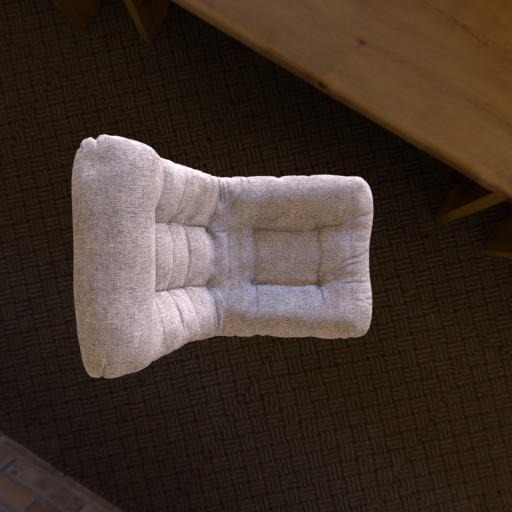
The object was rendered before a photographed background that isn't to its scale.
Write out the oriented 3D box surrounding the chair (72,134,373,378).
[{"bbox_3d":[0.000,0.000,0.976,0.583,0.600,0.400,0,90,1],"label":"chair"}]
